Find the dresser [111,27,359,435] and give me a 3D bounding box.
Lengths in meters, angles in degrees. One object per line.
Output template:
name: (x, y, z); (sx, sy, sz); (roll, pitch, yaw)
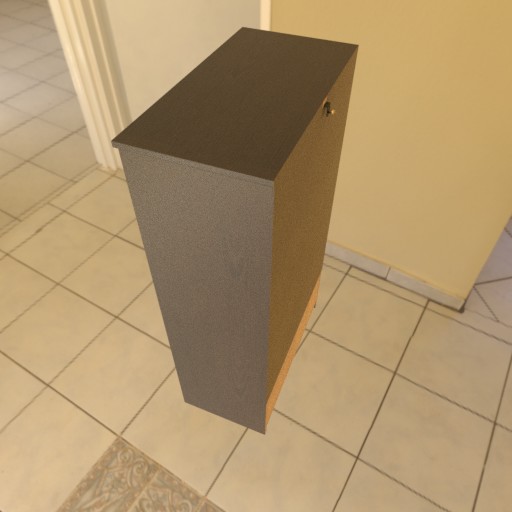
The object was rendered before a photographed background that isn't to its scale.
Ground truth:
dresser: (0.000, 0.000, 1.574); (0.418, 1.254, 0.704); (17, 49, 15)
